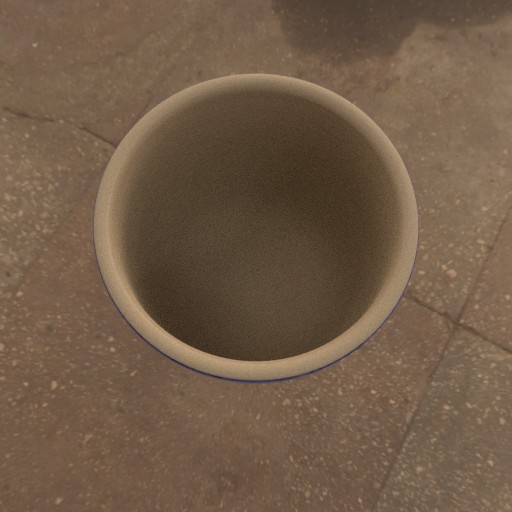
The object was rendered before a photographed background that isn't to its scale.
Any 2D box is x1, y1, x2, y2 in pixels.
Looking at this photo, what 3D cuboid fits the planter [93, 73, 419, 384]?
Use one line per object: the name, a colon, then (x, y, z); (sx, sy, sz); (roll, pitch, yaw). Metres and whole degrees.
planter: (0.000, 0.000, 0.199); (0.109, 0.112, 0.109); (0, 75, 0)
